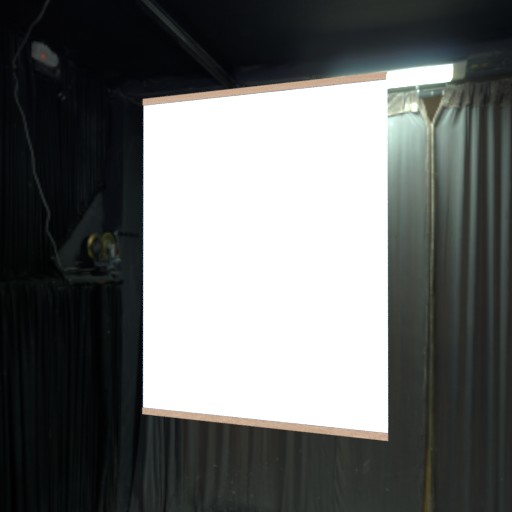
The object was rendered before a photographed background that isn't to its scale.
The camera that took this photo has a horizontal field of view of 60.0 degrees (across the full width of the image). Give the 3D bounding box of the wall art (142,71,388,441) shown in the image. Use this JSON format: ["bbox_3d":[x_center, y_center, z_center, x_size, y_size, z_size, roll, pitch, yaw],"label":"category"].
[{"bbox_3d":[0.000,0.000,1.332,0.758,1.016,0.013,0,0,16],"label":"wall art"}]
